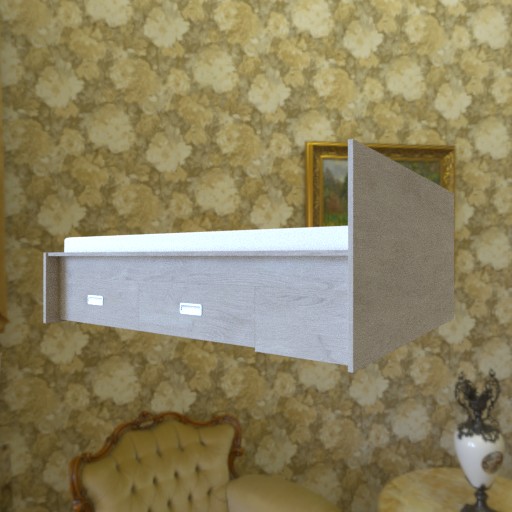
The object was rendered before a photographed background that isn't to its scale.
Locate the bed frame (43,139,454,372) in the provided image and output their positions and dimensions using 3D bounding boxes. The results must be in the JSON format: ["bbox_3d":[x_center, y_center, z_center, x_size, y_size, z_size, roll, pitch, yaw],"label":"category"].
[{"bbox_3d":[0.000,0.000,2.742,1.960,0.800,1.622,0,0,35],"label":"bed frame"}]
